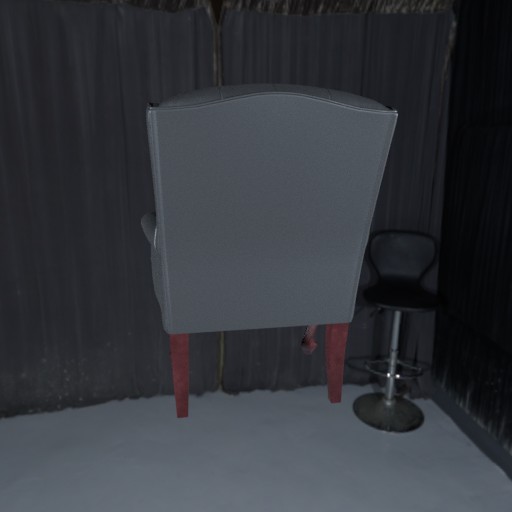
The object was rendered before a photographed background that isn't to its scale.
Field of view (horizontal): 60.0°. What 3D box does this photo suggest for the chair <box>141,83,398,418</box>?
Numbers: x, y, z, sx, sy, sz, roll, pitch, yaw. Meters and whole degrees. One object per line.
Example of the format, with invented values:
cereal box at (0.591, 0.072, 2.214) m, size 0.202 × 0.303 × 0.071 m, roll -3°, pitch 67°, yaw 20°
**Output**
chair at (0.000, 0.000, 1.623) m, size 0.838 × 1.111 × 0.762 m, roll -2°, pitch 14°, yaw -9°
